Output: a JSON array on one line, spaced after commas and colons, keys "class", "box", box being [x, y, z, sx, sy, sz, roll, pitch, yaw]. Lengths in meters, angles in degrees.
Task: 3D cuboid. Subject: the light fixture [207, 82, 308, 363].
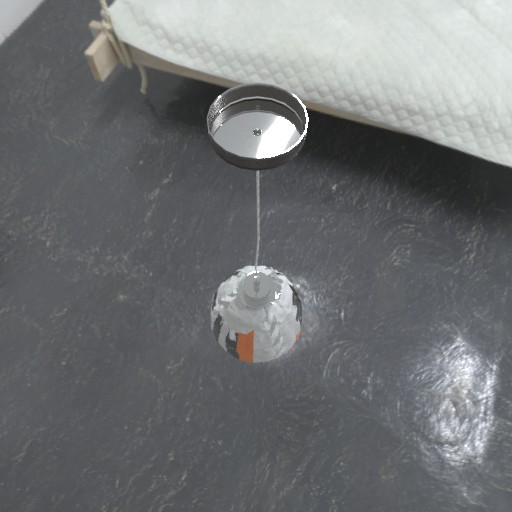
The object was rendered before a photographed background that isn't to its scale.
[{"class": "light fixture", "box": [0.000, 0.000, 1.780, 0.500, 1.511, 0.496, 1, 63, 0]}]
